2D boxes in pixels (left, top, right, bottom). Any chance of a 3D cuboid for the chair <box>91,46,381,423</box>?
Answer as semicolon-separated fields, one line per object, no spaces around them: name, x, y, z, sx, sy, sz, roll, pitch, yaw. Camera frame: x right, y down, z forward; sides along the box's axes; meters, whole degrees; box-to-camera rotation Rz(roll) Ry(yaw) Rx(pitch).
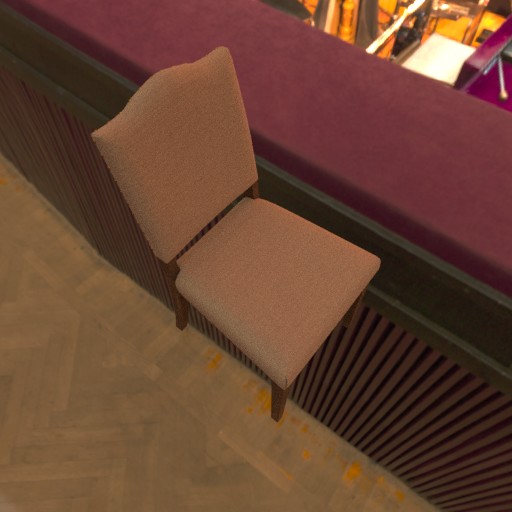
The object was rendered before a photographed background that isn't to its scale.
chair;0.000;0.000;1.364;0.620;1.020;0.508;34;63;20
